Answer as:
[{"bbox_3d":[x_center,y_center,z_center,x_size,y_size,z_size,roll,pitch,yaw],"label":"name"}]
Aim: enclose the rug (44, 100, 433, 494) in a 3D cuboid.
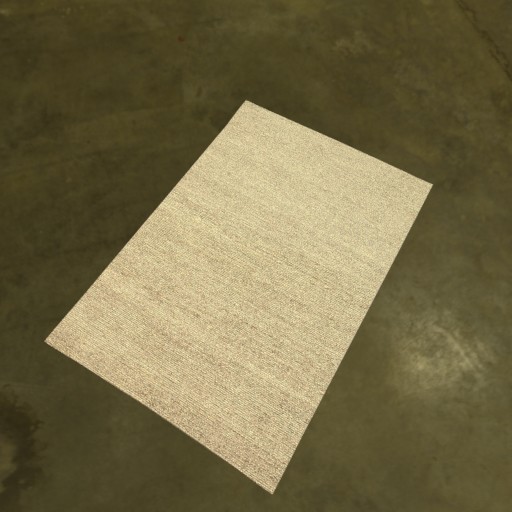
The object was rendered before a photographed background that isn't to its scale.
[{"bbox_3d":[0.000,0.000,2.961,1.609,0.030,2.342,29,67,13],"label":"rug"}]
